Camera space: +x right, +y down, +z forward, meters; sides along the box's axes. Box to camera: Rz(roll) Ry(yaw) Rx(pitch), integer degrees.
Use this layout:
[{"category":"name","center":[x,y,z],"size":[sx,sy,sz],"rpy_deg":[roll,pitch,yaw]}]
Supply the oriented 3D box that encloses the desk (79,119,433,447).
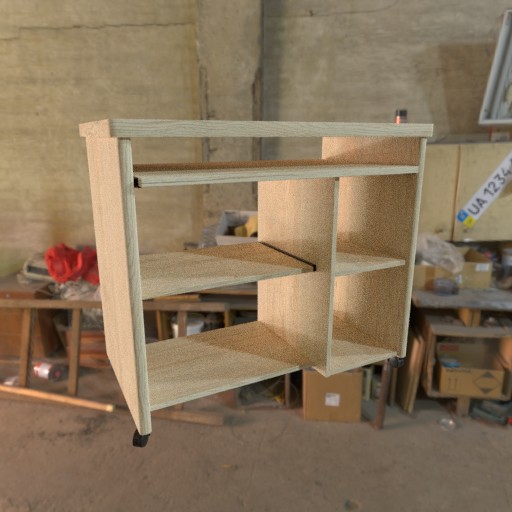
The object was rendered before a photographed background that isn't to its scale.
[{"category":"desk","center":[0.000,0.000,1.349],"size":[0.885,0.770,0.480],"rpy_deg":[-8,17,-26]}]
